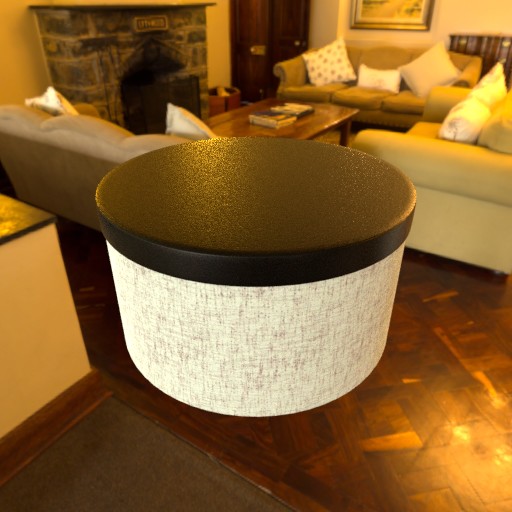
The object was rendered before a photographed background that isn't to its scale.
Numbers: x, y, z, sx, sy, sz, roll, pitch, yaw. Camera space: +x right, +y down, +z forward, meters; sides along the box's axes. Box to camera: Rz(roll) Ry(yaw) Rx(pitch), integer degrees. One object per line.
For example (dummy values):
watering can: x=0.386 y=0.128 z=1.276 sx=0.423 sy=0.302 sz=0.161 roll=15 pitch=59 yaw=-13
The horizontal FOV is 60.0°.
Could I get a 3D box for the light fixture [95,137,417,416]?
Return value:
light fixture: x=0.000 y=0.000 z=0.619 sx=0.389 sy=0.229 sz=0.389 roll=0 pitch=30 yaw=0
